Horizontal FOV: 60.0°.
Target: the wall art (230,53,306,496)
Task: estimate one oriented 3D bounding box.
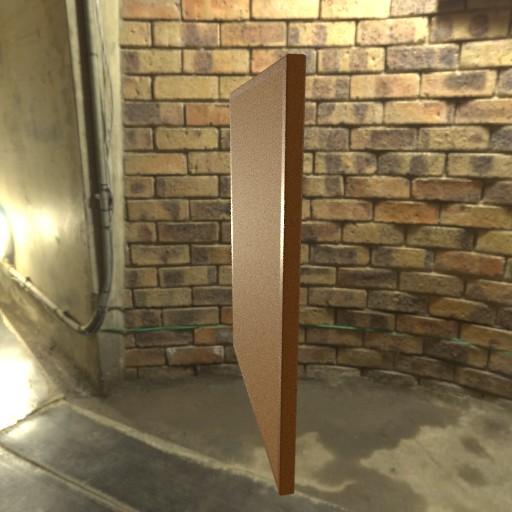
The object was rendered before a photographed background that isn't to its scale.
[{"bbox_3d":[0.000,0.000,0.509,0.015,0.379,0.310,-3,15,-10],"label":"wall art"}]
